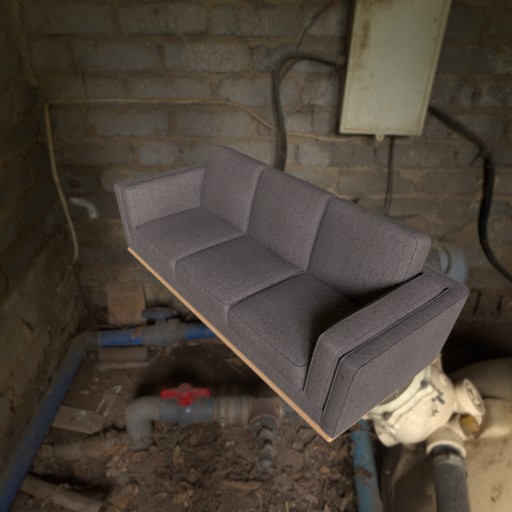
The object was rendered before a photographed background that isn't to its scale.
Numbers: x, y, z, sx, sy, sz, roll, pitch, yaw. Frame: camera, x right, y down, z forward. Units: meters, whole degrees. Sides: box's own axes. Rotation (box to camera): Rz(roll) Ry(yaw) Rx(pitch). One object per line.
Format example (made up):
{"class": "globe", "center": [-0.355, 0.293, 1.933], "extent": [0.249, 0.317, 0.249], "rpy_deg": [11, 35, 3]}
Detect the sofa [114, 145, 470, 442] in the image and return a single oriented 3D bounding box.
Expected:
{"class": "sofa", "center": [0.000, 0.000, 2.838], "extent": [0.903, 0.899, 2.362], "rpy_deg": [-22, 38, -32]}
